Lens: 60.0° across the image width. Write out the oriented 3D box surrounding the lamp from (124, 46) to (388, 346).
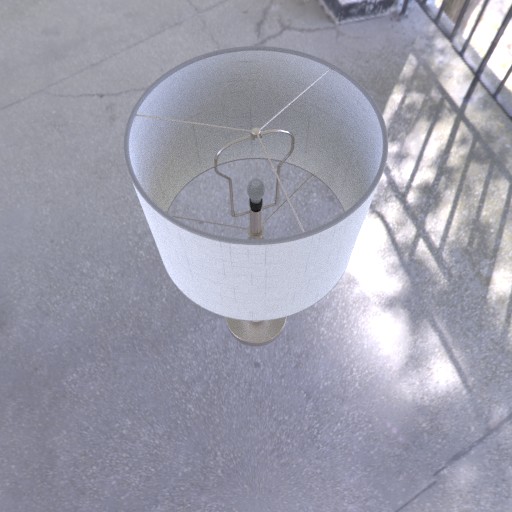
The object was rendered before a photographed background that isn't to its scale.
[{"bbox_3d":[0.000,0.000,0.718,0.282,0.559,0.280,-17,63,-9],"label":"lamp"}]
